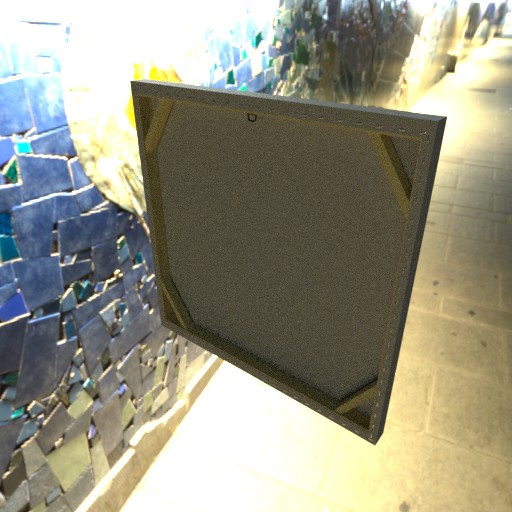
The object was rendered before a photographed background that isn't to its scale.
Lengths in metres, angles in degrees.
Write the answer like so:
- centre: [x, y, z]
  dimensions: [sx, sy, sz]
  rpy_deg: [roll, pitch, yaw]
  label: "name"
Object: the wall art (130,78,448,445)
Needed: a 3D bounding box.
- centre: [0.000, 0.000, 0.881]
  dimensions: [0.610, 0.610, 0.038]
  rpy_deg: [21, 35, 33]
  label: "wall art"
